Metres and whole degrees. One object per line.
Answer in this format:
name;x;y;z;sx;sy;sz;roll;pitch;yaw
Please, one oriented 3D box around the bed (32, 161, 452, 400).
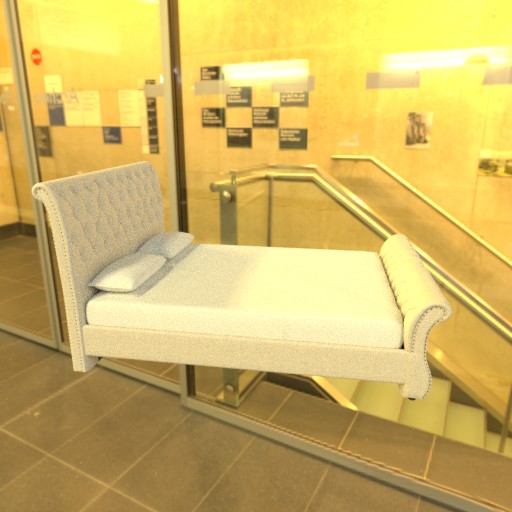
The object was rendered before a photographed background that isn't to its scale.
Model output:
bed;0.000;0.000;3.401;2.493;1.268;1.606;3;17;9
